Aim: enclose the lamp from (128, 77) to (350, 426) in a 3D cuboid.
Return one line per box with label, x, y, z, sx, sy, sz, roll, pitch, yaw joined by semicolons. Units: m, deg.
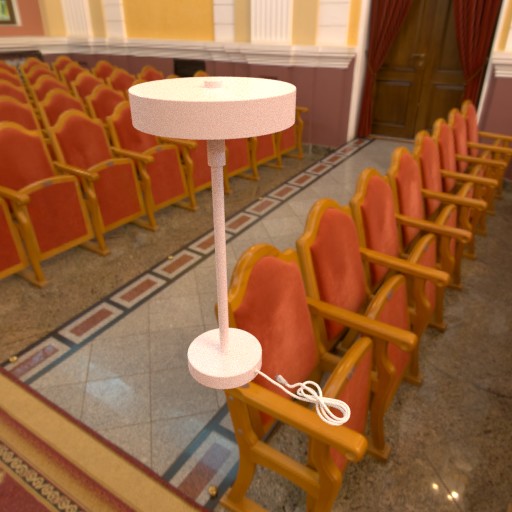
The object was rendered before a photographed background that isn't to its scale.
lamp;0.000;0.000;0.696;0.369;0.508;0.229;17;33;29
